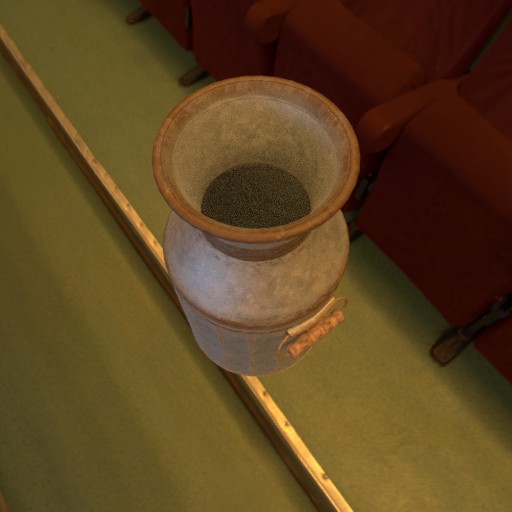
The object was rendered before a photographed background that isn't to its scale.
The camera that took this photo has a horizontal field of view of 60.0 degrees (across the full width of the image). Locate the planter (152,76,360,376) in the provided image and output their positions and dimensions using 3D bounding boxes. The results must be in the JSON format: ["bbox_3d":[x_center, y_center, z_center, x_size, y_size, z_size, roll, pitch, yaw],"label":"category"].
[{"bbox_3d":[0.000,0.000,0.539,0.214,0.396,0.245,-34,69,-15],"label":"planter"}]
